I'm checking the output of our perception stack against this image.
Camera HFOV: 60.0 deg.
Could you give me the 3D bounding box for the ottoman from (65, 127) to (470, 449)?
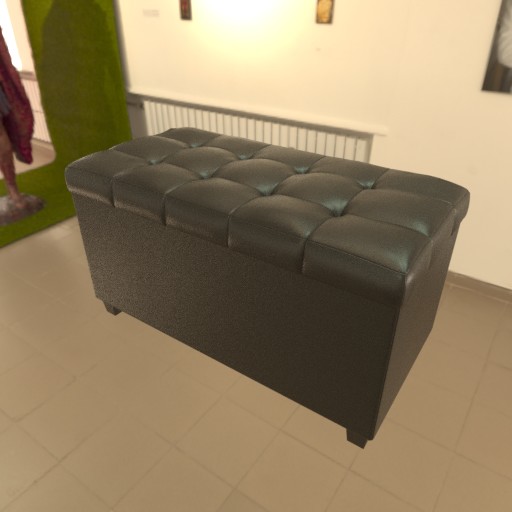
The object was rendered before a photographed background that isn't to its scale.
[{"bbox_3d":[0.000,0.000,1.100,0.838,0.470,0.432,20,36,29],"label":"ottoman"}]
